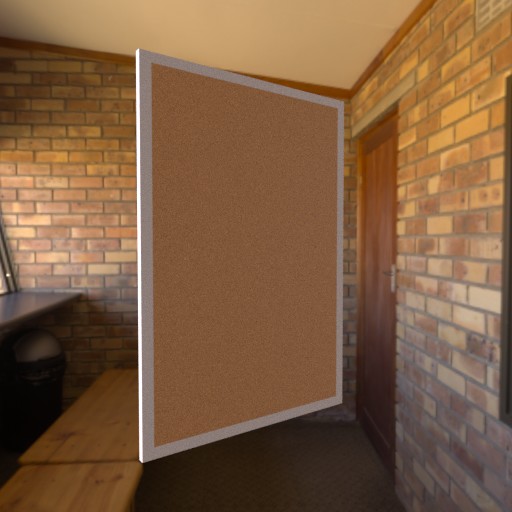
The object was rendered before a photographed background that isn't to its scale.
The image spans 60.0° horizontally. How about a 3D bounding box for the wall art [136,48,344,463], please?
[{"bbox_3d":[0.000,0.000,0.838,0.456,0.656,0.013,-1,2,-35],"label":"wall art"}]
